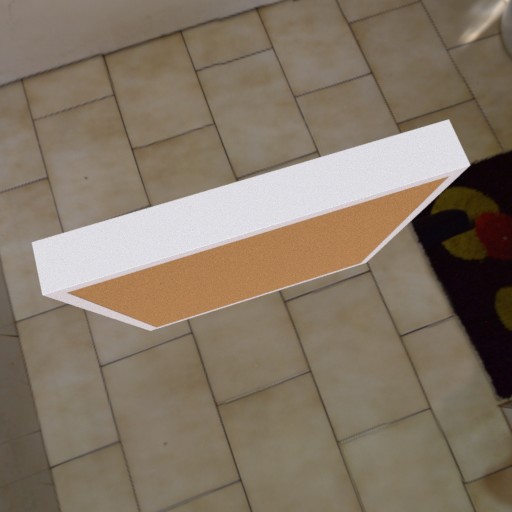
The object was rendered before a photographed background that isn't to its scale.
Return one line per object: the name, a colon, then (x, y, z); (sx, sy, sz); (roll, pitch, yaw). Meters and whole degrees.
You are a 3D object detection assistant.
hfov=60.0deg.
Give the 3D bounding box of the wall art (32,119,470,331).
wall art: (0.000, 0.000, 0.452); (0.305, 0.305, 0.038); (-17, 77, -4)
